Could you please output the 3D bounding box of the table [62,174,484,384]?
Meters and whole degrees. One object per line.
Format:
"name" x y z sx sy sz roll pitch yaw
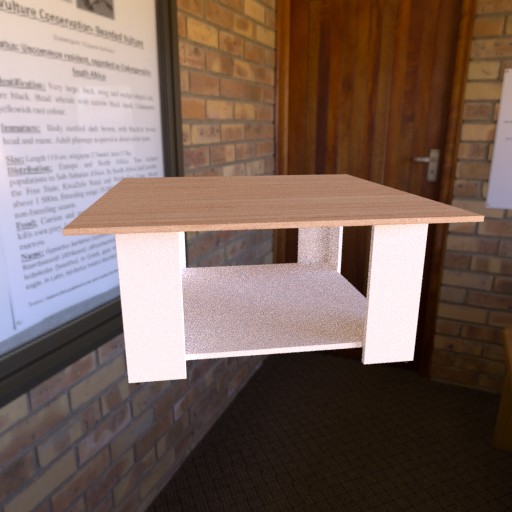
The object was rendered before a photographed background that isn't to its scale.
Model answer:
"table" 0.000 0.000 1.052 0.670 0.305 0.670 -2 17 -8
